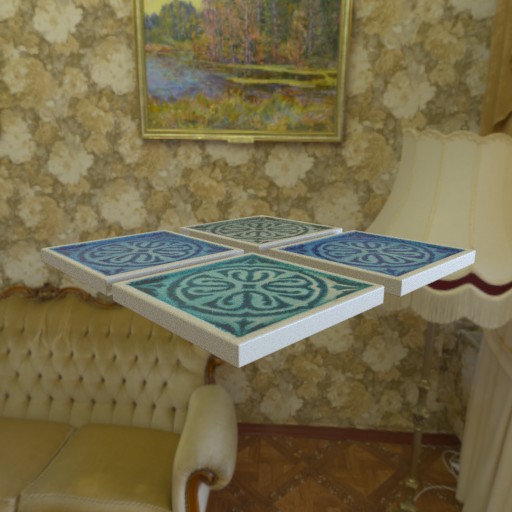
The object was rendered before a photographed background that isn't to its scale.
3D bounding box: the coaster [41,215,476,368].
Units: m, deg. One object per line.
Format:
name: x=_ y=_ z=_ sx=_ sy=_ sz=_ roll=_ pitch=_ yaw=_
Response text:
coaster: x=0.000 y=0.000 z=0.312 sx=0.219 sy=0.010 sz=0.214 roll=-13 pitch=19 yaw=-42
